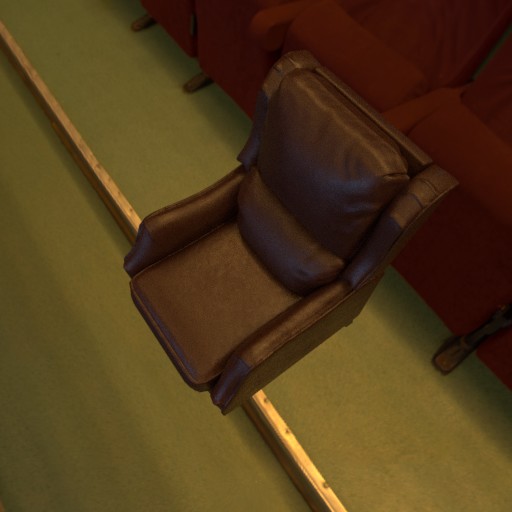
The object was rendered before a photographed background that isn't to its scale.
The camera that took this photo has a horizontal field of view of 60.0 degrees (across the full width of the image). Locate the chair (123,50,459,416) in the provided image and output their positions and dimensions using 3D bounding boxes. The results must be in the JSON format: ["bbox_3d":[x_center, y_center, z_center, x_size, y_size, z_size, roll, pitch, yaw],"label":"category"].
[{"bbox_3d":[0.000,0.000,1.754,0.982,1.132,0.770,-33,68,-16],"label":"chair"}]
